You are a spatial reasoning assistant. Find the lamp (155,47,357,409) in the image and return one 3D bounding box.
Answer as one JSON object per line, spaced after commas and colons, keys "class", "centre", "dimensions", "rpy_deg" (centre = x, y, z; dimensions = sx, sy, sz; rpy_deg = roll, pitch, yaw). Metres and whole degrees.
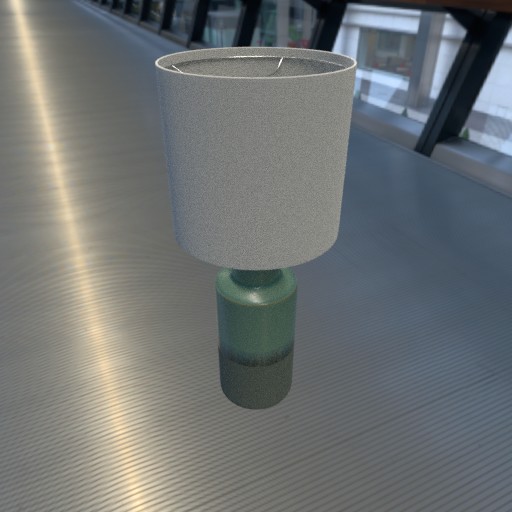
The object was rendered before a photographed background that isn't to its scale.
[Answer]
{"class": "lamp", "centre": [0.000, 0.000, 0.602], "dimensions": [0.212, 0.493, 0.212], "rpy_deg": [10, 33, 16]}
